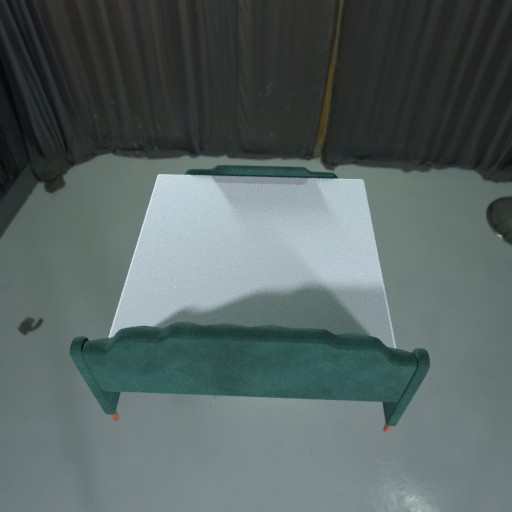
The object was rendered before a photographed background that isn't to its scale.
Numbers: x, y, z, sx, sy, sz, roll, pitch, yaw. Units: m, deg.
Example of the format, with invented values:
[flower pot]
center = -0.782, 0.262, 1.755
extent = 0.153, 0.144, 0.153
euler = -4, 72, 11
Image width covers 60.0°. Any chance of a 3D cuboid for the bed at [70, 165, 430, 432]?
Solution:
[bed]
center = 0.000, 0.000, 3.595
extent = 2.074, 1.245, 2.340
euler = 2, 48, 2
